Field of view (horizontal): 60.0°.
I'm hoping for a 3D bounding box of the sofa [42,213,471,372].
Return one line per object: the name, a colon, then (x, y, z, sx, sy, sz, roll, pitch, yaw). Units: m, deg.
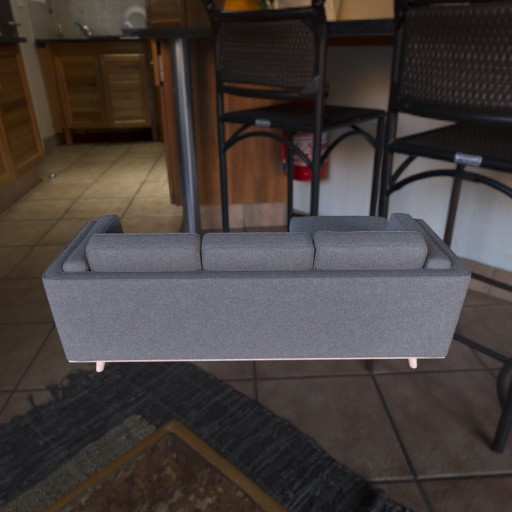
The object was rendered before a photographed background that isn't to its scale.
sofa: (0.000, 0.000, 3.249, 2.411, 0.929, 1.604, 0, 27, -1)
